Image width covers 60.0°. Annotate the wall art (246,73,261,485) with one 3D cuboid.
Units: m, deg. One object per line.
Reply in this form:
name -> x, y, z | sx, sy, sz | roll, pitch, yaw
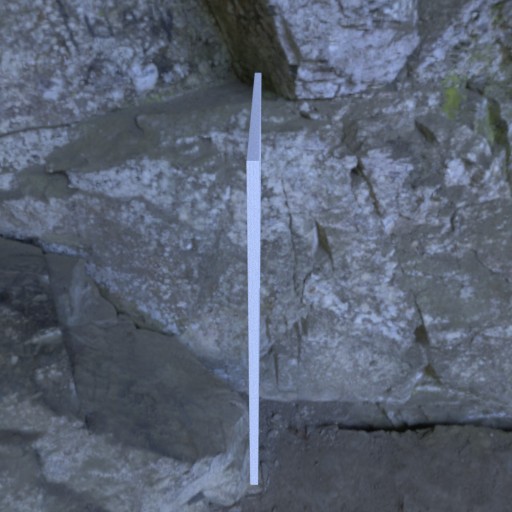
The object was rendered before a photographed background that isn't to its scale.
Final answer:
wall art -> 0.000, 0.000, 0.860 | 0.015, 0.577, 0.572 | 0, 31, 1
